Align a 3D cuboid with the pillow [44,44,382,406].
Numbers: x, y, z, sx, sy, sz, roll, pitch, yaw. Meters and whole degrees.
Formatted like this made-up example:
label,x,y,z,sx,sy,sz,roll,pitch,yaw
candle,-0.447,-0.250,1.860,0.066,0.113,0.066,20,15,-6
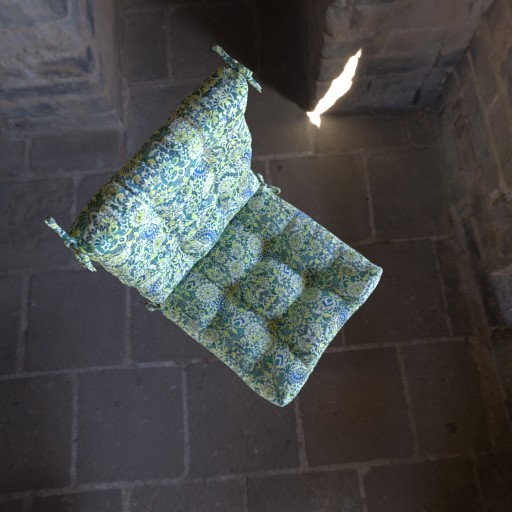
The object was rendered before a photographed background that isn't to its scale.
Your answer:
label,x,y,z,sx,sy,sz,roll,pitch,yaw
pillow,0.000,0.000,1.041,0.571,0.605,0.519,37,78,9
